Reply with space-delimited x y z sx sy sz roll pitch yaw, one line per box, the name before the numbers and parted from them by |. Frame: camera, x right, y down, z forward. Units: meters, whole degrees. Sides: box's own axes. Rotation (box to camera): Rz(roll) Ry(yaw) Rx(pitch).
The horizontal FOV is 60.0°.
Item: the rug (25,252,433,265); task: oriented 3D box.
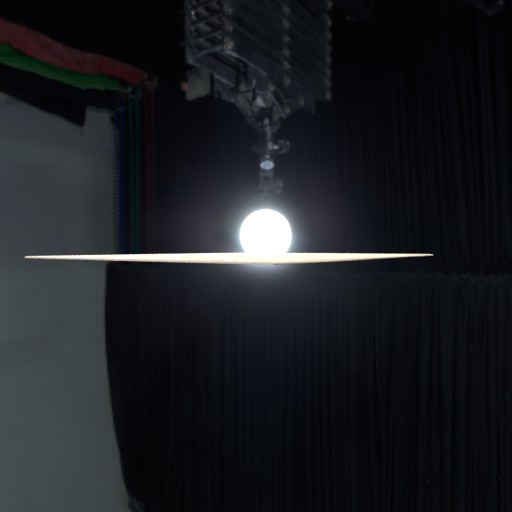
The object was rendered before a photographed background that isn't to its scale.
rug | 0.000 0.000 3.906 2.288 0.018 2.895 1 1 35
